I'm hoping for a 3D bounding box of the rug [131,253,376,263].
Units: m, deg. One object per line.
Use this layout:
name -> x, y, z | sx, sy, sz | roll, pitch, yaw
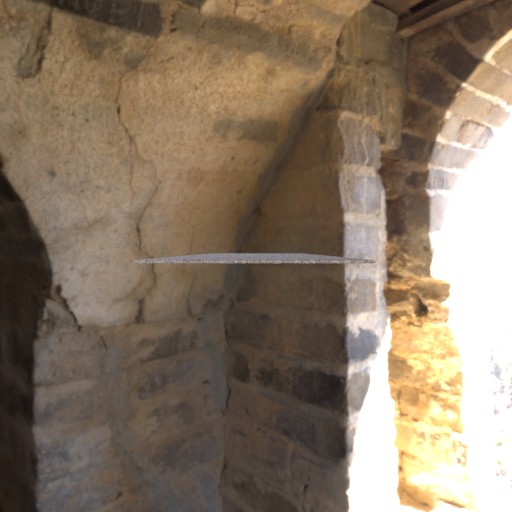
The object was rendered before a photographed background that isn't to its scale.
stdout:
rug -> 0.000, 0.000, 2.641 | 0.807, 0.013, 2.436 | 0, 1, 0
